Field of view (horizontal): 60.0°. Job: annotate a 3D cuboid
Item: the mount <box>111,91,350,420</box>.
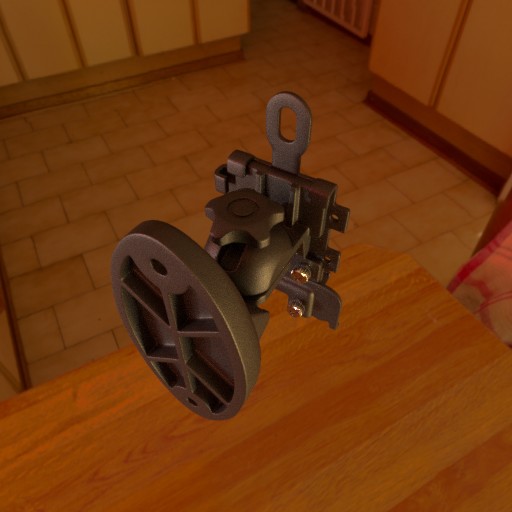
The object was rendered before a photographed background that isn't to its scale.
[{"bbox_3d":[0.000,0.000,0.177,0.066,0.118,0.100,24,52,20],"label":"mount"}]
